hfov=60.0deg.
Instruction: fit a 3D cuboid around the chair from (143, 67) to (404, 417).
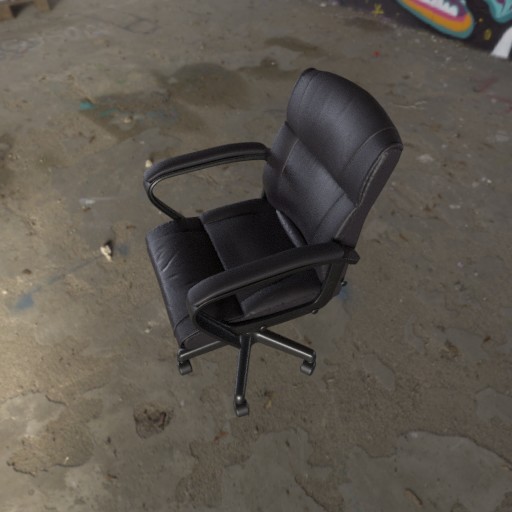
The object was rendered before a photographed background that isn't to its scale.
[{"bbox_3d":[0.000,0.000,1.414,0.641,0.998,0.576,-16,48,-15],"label":"chair"}]
